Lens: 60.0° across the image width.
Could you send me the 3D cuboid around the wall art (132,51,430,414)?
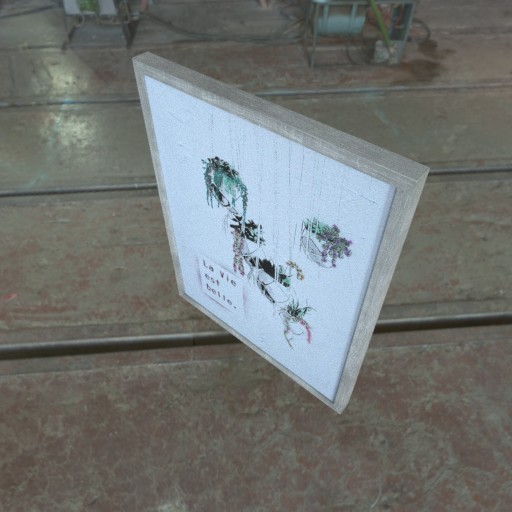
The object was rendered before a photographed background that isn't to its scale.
[{"bbox_3d":[0.000,0.000,0.709,0.421,0.521,0.032,31,54,26],"label":"wall art"}]
